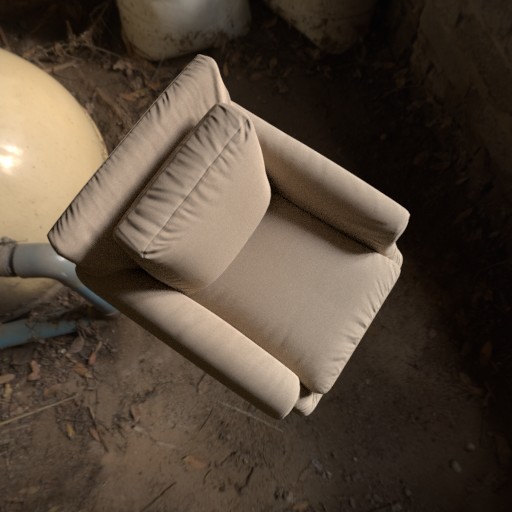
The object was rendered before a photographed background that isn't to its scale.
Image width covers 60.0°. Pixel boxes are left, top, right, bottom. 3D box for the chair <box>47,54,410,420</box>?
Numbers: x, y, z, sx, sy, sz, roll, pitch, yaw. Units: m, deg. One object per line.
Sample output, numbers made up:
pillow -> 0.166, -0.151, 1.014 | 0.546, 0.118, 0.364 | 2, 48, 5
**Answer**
chair -> 0.000, 0.000, 1.745 | 1.066, 0.866, 0.940 | 33, 77, 8
